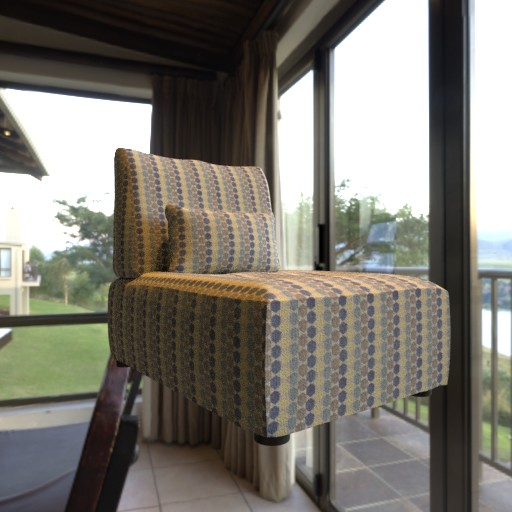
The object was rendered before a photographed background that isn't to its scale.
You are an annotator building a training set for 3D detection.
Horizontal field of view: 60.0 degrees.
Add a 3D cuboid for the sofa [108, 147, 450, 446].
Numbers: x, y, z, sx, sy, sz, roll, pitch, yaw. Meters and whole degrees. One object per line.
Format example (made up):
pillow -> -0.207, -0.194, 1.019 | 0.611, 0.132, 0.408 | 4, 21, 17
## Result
sofa -> 0.000, 0.000, 1.511 | 0.700, 0.820, 1.000 | 0, 0, -37
